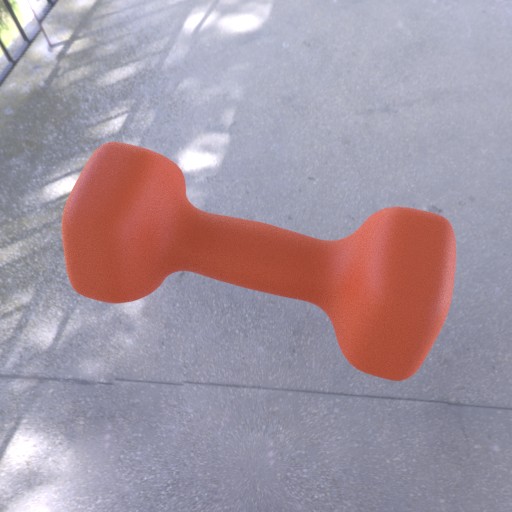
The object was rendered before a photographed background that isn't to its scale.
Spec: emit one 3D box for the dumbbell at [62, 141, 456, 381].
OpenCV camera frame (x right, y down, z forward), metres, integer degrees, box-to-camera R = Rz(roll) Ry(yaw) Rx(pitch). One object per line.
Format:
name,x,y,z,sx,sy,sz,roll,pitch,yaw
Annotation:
dumbbell,0.000,0.000,0.201,0.162,0.071,0.079,15,65,7
